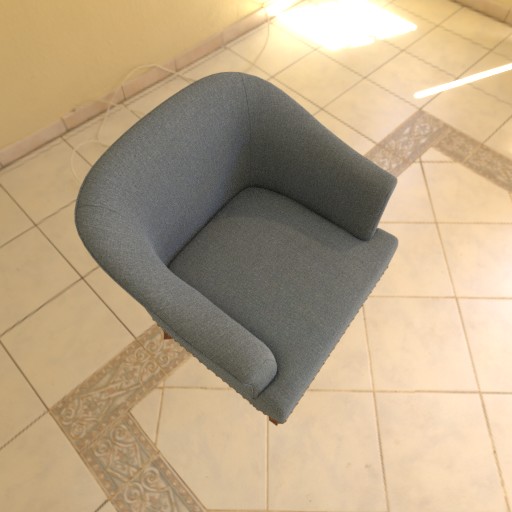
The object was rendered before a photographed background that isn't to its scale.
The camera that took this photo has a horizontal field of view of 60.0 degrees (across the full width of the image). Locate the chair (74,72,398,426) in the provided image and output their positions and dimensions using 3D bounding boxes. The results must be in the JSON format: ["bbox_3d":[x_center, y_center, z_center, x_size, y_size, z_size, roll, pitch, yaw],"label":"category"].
[{"bbox_3d":[0.000,0.000,1.421,0.704,0.815,0.798,32,63,18],"label":"chair"}]
